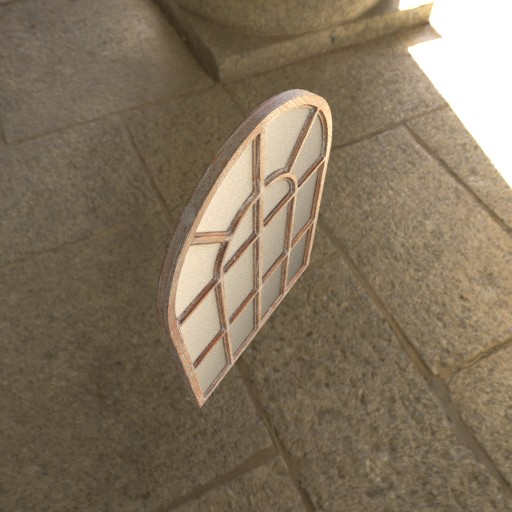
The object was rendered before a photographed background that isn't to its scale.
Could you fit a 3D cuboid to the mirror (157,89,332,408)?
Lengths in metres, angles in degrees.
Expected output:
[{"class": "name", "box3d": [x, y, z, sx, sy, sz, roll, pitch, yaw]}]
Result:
[{"class": "mirror", "box3d": [0.000, 0.000, 1.180, 0.032, 0.920, 0.660, 31, 62, 18]}]
